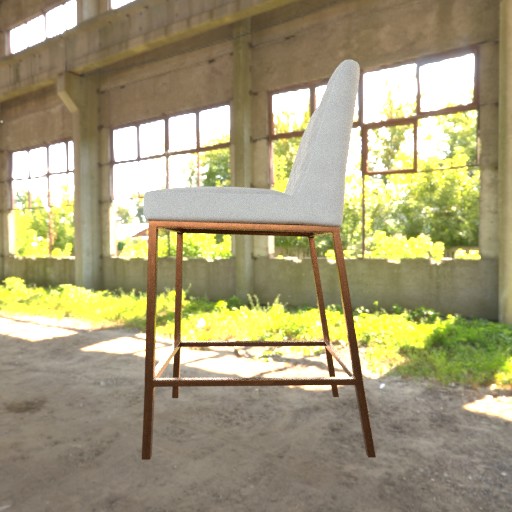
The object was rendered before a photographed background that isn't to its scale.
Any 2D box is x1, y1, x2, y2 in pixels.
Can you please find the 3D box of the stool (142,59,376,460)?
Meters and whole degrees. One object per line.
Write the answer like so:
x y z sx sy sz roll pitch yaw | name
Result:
0.000 0.000 1.292 0.576 0.973 0.507 0 1 -1 | stool
